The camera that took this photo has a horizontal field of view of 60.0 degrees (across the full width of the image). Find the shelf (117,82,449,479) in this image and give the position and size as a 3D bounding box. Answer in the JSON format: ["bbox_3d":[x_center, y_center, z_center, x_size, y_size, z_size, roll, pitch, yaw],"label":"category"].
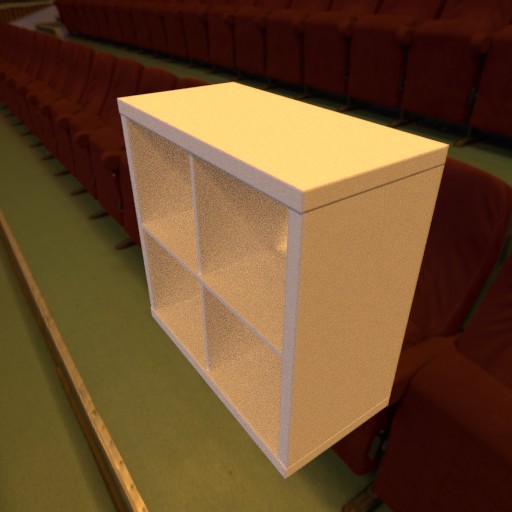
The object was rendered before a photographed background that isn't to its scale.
[{"bbox_3d":[0.000,0.000,1.277,0.390,0.786,0.790,-21,38,-30],"label":"shelf"}]
